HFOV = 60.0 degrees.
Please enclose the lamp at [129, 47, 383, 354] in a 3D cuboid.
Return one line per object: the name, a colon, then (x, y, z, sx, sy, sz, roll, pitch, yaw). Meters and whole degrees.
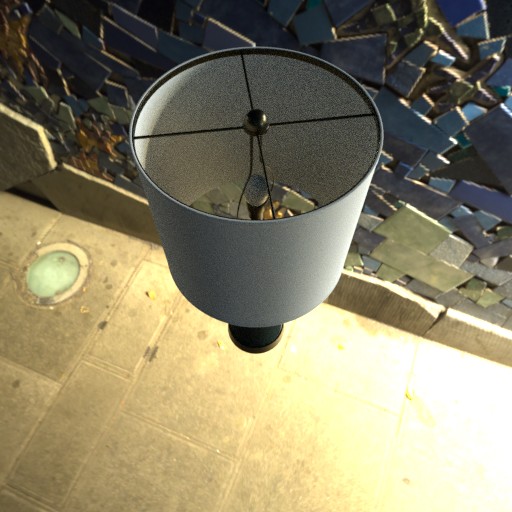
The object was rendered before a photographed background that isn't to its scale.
lamp: (0.000, 0.000, 0.784, 0.301, 0.630, 0.301, 33, 63, 19)
